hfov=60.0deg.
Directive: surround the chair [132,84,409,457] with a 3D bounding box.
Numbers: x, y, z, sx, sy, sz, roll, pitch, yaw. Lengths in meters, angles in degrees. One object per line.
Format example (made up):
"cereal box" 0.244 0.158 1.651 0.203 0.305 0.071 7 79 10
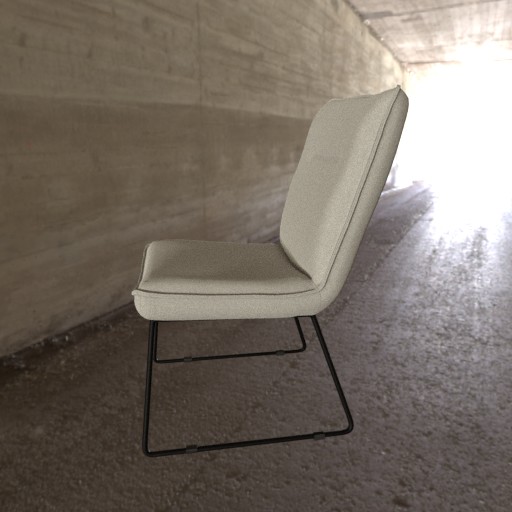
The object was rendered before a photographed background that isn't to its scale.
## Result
"chair" 0.000 0.000 1.325 0.688 0.930 0.515 -3 15 -9
